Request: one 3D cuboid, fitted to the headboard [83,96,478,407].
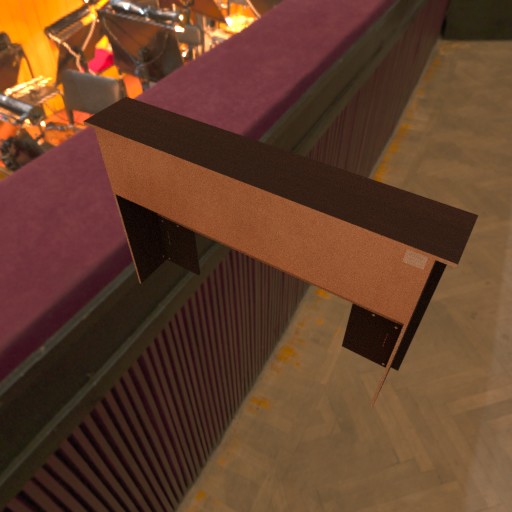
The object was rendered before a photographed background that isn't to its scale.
[{"bbox_3d":[0.000,0.000,2.178,1.671,1.092,0.279,24,51,21],"label":"headboard"}]
